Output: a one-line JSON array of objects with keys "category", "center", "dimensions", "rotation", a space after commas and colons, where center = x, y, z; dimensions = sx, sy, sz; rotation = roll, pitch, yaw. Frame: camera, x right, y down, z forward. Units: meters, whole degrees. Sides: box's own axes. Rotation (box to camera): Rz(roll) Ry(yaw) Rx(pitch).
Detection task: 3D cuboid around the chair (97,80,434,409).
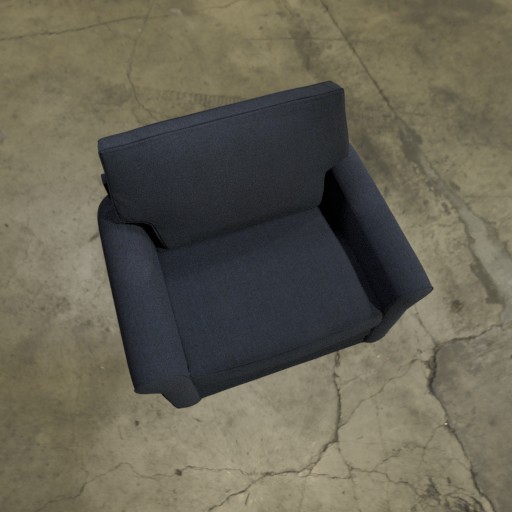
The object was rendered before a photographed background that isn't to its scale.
[{"category": "chair", "center": [0.000, 0.000, 2.030], "dimensions": [1.285, 1.044, 0.963], "rotation": [-17, 64, -9]}]
